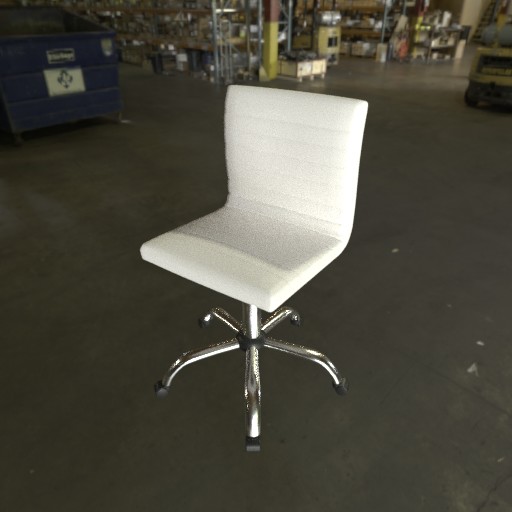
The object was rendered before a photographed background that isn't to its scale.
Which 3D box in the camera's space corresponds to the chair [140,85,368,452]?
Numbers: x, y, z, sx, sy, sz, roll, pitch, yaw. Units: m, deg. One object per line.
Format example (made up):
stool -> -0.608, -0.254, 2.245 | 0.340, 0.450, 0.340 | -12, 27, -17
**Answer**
chair -> 0.000, 0.000, 1.158 | 0.556, 0.780, 0.530 | 19, 35, 30
